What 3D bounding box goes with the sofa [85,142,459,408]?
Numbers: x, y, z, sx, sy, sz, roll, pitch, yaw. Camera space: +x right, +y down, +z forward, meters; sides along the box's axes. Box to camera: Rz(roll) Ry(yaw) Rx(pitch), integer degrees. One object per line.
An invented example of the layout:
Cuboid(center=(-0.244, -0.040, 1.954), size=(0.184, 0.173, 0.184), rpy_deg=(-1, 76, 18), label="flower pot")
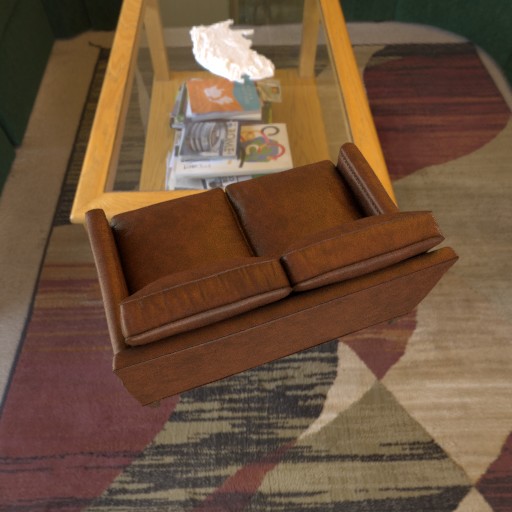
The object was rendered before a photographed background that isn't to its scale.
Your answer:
Cuboid(center=(0.000, 0.000, 2.339), size=(1.628, 1.003, 1.083), rpy_deg=(-17, 58, -11), label="sofa")
